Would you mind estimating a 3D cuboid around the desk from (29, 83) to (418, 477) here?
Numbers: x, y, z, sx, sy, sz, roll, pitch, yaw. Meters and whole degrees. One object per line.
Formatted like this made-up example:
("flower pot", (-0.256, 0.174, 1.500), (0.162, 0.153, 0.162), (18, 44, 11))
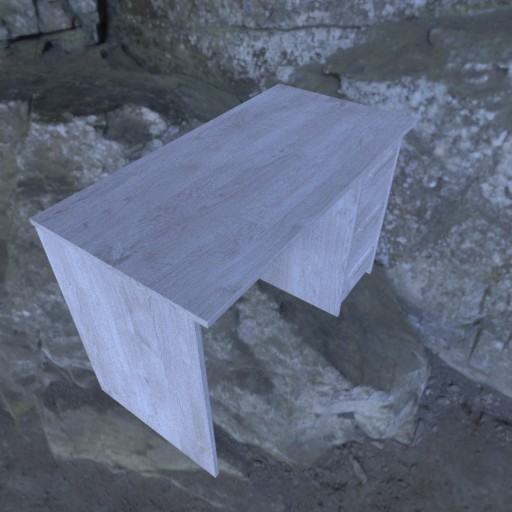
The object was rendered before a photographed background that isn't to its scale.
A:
("desk", (0.000, 0.000, 1.523), (0.560, 0.735, 1.097), (25, 47, 26))
